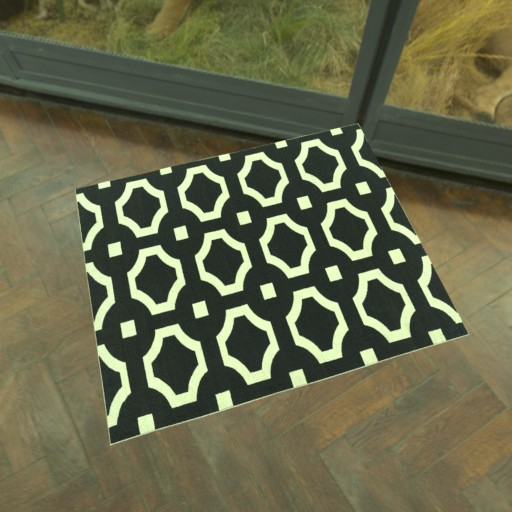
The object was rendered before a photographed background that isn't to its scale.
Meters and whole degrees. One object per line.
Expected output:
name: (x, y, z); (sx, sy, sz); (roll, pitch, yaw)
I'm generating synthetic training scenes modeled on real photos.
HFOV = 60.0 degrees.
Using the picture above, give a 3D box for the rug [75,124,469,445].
rug: (0.000, 0.000, 4.098); (3.049, 0.021, 2.466); (-15, 64, -7)
